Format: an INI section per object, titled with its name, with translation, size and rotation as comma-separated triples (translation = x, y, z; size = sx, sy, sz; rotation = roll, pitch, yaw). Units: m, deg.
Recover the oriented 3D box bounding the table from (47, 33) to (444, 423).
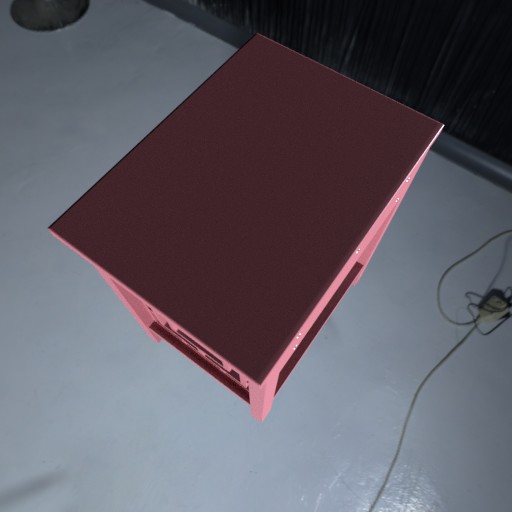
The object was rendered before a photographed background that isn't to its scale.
[table]
translation = 0.000, 0.000, 1.102
size = 0.451, 0.686, 0.599
rotation = 33, 68, 15
